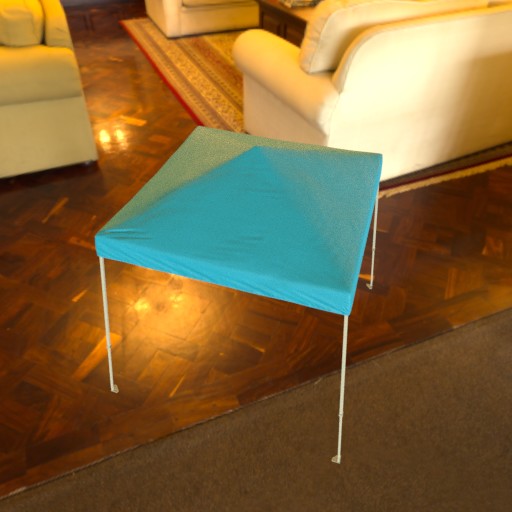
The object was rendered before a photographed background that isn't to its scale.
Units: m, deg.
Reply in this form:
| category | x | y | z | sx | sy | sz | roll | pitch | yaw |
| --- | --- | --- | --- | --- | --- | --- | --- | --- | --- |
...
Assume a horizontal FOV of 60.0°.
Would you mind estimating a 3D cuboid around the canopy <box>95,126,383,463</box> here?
| category | x | y | z | sx | sy | sz | roll | pitch | yaw |
| --- | --- | --- | --- | --- | --- | --- | --- | --- | --- |
| canopy | 0.000 | 0.000 | 5.211 | 2.850 | 2.850 | 2.849 | 12 | 43 | 13 |
